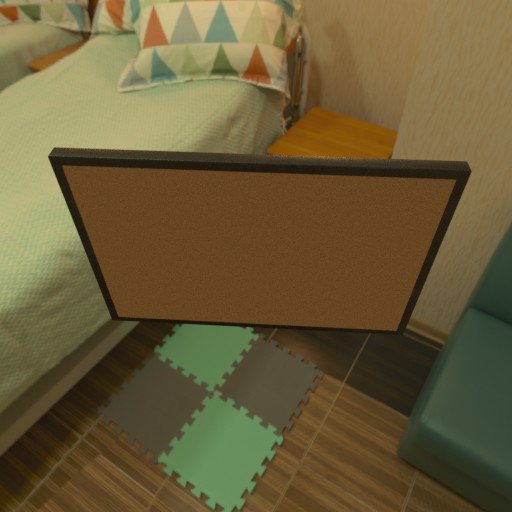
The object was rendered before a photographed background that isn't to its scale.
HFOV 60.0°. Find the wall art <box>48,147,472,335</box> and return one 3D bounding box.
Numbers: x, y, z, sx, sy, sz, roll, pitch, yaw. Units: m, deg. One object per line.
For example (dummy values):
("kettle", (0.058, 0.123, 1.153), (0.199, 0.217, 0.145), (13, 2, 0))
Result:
("wall art", (0.000, 0.000, 1.181), (0.912, 0.612, 0.038), (3, 46, 2))
